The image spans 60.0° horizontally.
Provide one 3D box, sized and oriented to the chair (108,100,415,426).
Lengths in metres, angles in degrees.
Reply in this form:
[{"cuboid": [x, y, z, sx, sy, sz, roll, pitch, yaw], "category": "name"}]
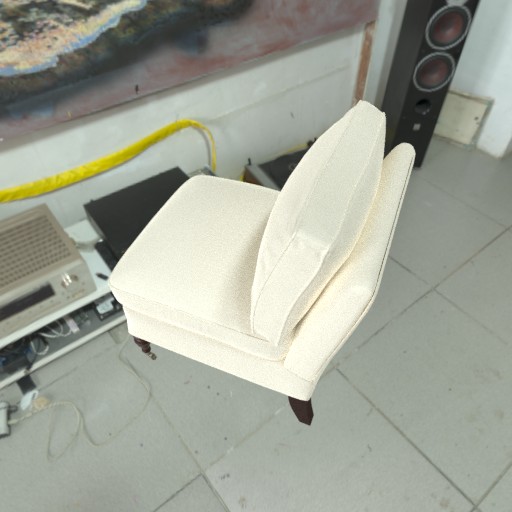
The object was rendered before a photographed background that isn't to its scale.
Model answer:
[{"cuboid": [0.000, 0.000, 1.449, 0.781, 0.887, 0.630, 17, 49, 15], "category": "chair"}]
